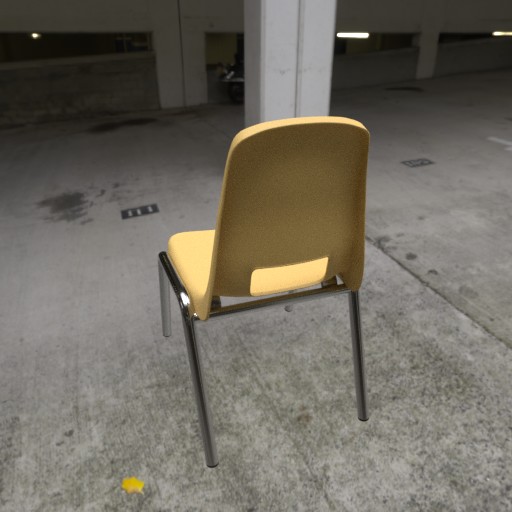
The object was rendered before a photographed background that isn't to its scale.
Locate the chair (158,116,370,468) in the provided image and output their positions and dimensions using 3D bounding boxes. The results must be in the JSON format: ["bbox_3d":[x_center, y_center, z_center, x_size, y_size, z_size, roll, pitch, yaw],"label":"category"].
[{"bbox_3d":[0.000,0.000,0.865,0.354,0.586,0.423,-9,29,-17],"label":"chair"}]
